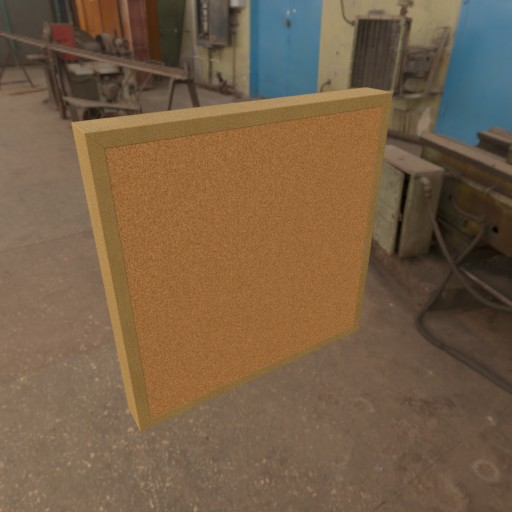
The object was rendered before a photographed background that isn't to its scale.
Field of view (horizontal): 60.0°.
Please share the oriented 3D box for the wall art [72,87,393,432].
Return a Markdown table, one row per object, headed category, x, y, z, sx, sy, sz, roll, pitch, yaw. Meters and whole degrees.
| category | x | y | z | sx | sy | sz | roll | pitch | yaw |
| --- | --- | --- | --- | --- | --- | --- | --- | --- | --- |
| wall art | 0.000 | 0.000 | 0.465 | 0.305 | 0.305 | 0.038 | -17 | 34 | -28 |
